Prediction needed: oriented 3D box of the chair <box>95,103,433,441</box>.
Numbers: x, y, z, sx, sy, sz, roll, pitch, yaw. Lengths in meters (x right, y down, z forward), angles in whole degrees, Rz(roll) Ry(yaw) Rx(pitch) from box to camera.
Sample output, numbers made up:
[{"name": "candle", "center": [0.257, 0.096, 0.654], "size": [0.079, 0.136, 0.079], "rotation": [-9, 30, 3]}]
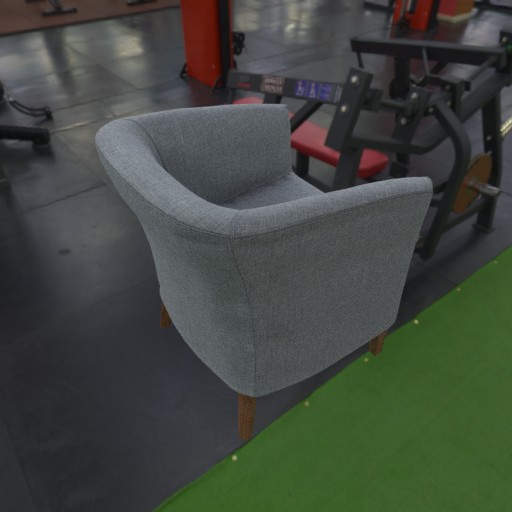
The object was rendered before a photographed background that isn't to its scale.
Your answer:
[{"name": "chair", "center": [0.000, 0.000, 1.254], "size": [0.668, 0.771, 0.600], "rotation": [-25, 46, -26]}]
